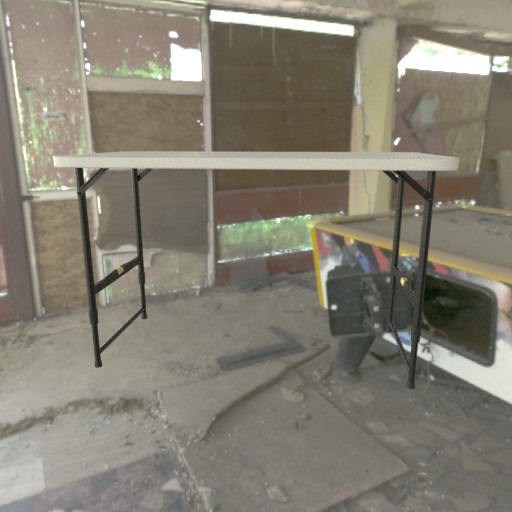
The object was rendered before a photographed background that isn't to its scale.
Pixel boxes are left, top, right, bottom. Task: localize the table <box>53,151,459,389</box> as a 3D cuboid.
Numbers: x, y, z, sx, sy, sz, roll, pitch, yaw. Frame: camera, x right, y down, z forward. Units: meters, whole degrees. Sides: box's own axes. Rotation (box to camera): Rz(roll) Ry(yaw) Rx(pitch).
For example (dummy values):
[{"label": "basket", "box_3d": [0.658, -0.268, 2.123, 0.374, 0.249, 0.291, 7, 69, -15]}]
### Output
[{"label": "table", "box_3d": [0.000, 0.000, 1.641, 1.219, 0.737, 0.610, 2, 15, 7]}]
